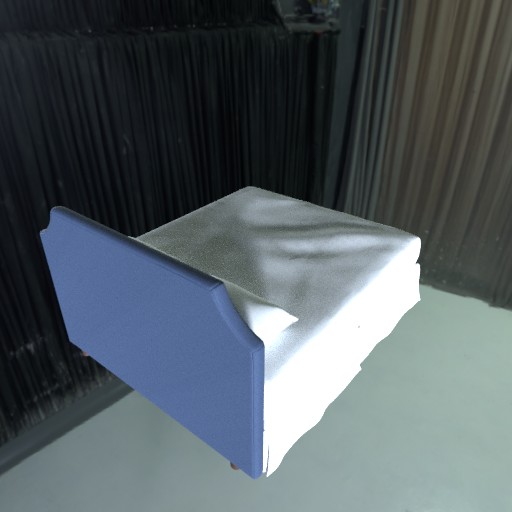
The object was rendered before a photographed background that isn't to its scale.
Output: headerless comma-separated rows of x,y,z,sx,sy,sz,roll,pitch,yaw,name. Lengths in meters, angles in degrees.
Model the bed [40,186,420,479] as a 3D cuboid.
0.000,0.000,4.079,2.350,1.488,2.773,22,37,32,bed
